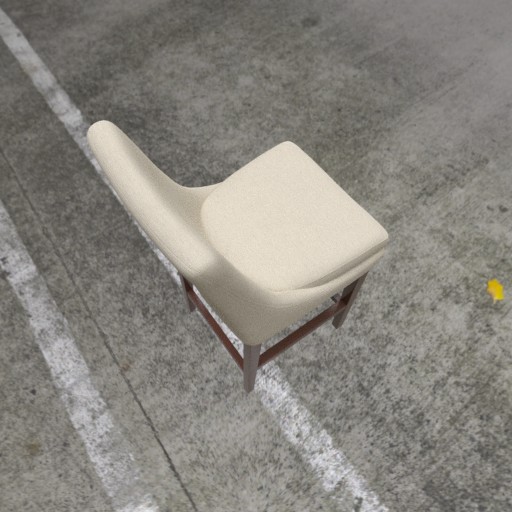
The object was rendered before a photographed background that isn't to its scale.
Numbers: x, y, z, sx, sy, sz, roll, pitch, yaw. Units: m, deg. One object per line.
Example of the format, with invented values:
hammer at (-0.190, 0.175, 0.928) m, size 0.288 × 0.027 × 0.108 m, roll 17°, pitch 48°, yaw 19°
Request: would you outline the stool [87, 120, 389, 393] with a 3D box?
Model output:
stool at (0.000, 0.000, 1.282) m, size 0.577 × 0.981 × 0.470 m, roll -32°, pitch 64°, yaw -17°
